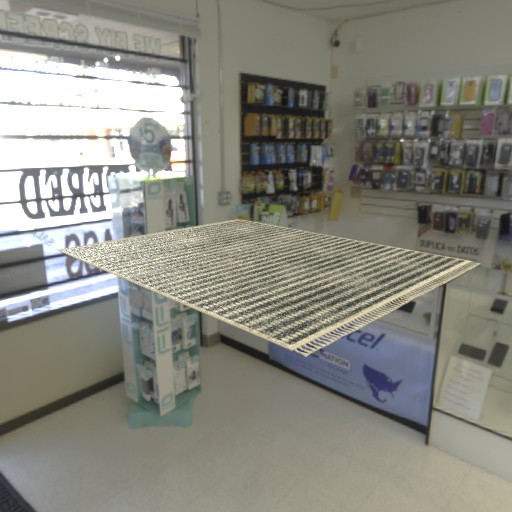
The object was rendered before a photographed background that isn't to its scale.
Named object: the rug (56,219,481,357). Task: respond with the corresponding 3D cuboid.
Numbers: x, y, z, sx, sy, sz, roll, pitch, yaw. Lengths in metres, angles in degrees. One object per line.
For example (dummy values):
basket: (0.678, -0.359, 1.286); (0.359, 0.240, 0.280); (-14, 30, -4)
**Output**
rug: (0.000, 0.000, 3.809); (2.256, 0.013, 2.910); (-14, 20, -43)
